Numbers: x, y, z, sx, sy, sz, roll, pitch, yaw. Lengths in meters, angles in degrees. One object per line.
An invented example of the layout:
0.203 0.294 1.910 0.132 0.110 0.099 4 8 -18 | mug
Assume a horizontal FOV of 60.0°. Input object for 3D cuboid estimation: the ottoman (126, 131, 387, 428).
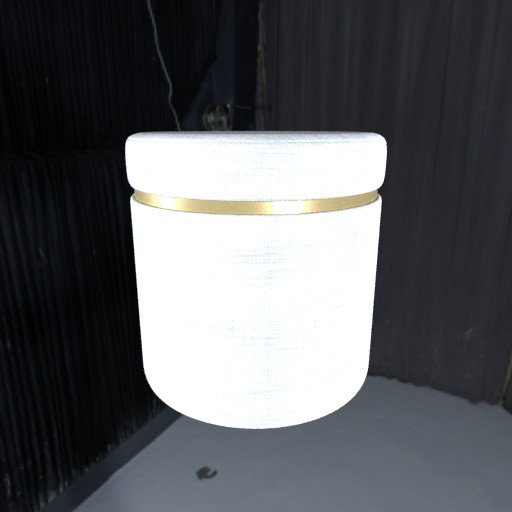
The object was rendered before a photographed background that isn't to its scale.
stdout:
0.000 0.000 0.754 0.400 0.406 0.400 0 16 0 | ottoman
